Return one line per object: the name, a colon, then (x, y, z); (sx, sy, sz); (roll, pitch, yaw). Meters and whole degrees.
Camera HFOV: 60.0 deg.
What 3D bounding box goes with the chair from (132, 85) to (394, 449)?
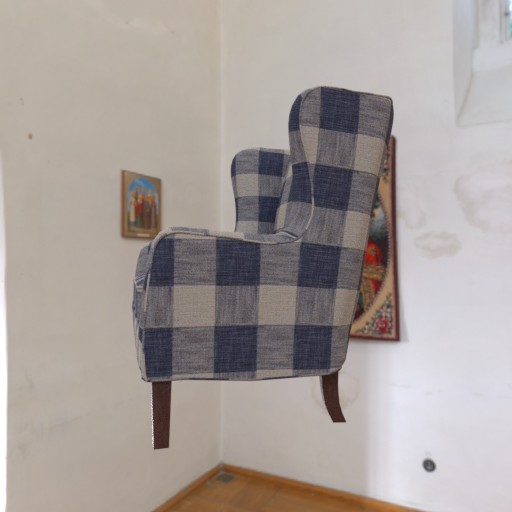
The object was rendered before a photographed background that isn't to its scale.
chair: (0.000, 0.000, 1.669); (0.889, 1.041, 0.830); (0, -1, -17)
